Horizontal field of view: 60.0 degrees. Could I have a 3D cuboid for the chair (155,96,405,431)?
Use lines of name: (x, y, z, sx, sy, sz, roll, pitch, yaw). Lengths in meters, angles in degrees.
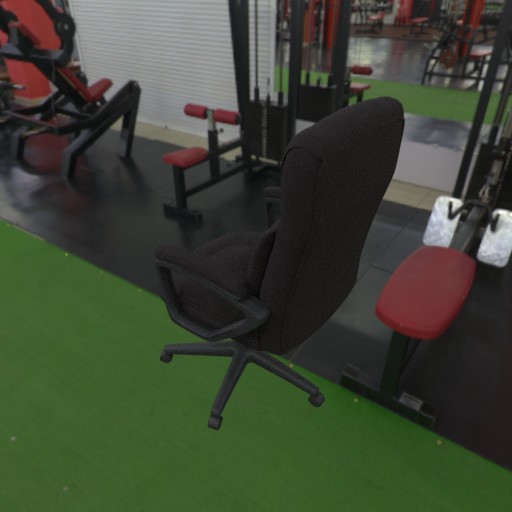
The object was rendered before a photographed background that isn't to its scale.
chair: (0.000, 0.000, 1.535, 0.724, 1.105, 0.667, 22, 38, 31)
